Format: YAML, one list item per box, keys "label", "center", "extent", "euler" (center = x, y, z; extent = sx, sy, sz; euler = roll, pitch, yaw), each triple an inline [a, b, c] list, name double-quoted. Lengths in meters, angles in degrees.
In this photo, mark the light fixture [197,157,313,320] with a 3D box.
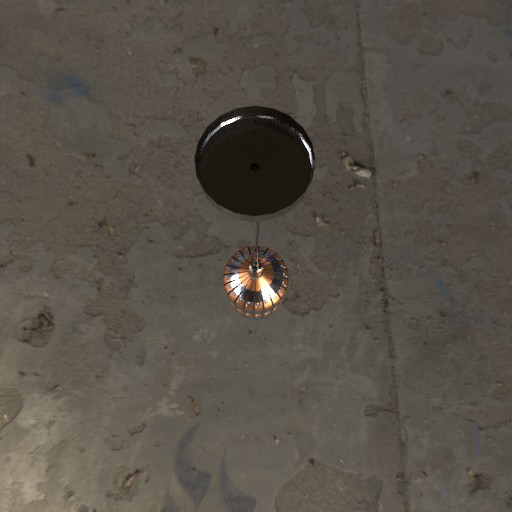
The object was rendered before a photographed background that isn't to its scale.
- label: "light fixture"
  center: [0.000, 0.000, 1.651]
  extent: [0.303, 1.535, 0.303]
  euler: [0, 75, 0]
